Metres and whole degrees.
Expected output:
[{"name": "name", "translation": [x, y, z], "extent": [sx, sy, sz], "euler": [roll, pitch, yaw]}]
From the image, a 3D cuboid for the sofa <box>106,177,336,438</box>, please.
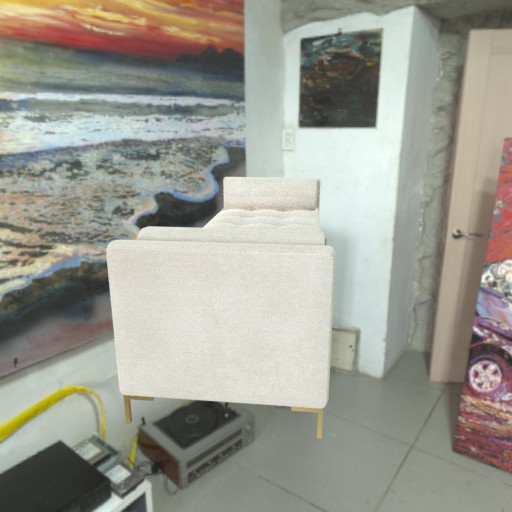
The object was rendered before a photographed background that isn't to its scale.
[{"name": "sofa", "translation": [0.000, 0.000, 2.307], "extent": [0.686, 0.635, 1.981], "euler": [2, 16, 6]}]
